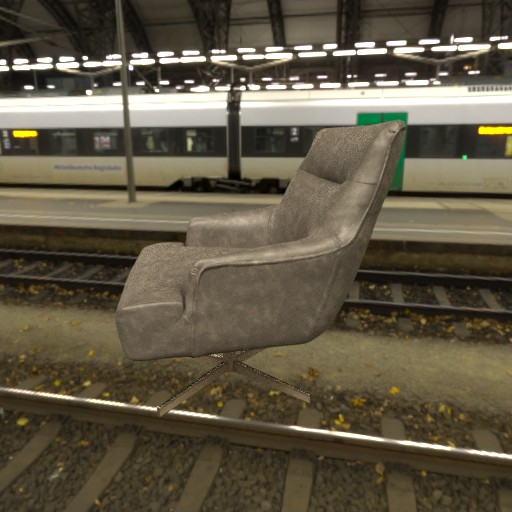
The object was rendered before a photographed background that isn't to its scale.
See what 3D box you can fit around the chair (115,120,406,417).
[{"bbox_3d":[0.000,0.000,1.523,0.874,0.870,0.738,-2,14,-8],"label":"chair"}]
